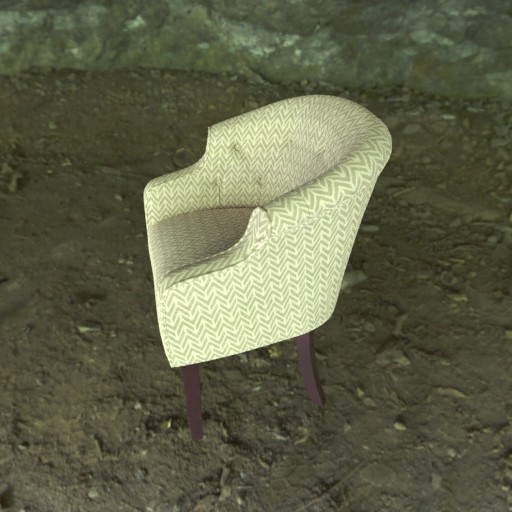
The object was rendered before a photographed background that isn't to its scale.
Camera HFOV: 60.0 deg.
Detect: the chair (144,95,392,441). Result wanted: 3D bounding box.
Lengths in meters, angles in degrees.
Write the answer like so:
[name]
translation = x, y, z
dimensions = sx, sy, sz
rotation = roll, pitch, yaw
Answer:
[chair]
translation = 0.000, 0.000, 1.322
dimensions = 0.613, 0.858, 0.686
rotation = -8, 33, -13
